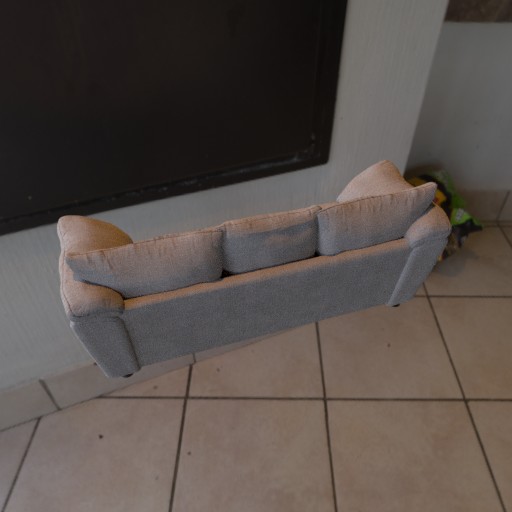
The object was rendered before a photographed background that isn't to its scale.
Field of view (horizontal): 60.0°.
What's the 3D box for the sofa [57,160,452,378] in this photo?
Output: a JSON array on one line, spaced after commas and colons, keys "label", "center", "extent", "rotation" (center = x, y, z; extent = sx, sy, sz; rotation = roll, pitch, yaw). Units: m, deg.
[{"label": "sofa", "center": [0.000, 0.000, 2.909], "extent": [2.334, 0.996, 0.878], "rotation": [-12, 44, -13]}]
